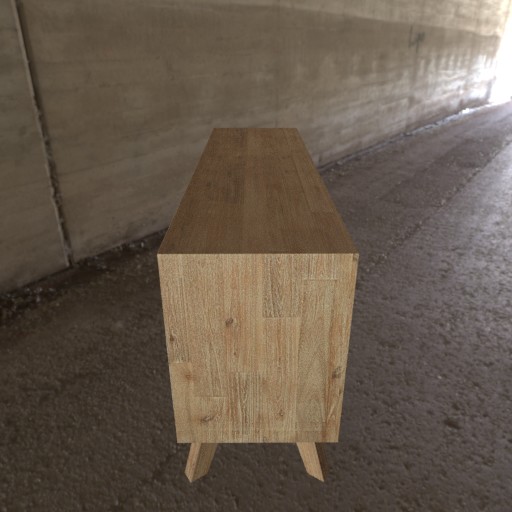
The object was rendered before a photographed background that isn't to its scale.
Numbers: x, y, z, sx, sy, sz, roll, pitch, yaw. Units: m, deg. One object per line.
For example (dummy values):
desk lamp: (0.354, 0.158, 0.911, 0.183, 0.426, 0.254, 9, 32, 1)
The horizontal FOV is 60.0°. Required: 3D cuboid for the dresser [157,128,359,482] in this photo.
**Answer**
dresser: (0.000, 0.000, 1.887, 0.455, 0.788, 1.602, 0, 26, 0)
